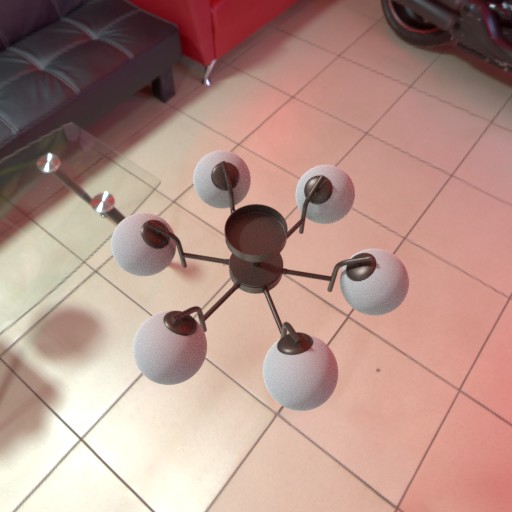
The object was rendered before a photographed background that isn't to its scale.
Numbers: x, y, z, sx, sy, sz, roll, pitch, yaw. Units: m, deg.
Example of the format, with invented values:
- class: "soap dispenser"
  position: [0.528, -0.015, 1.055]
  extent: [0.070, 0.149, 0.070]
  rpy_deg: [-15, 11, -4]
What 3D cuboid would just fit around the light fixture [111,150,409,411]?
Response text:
- class: "light fixture"
  position: [0.000, 0.000, 0.960]
  extent: [0.662, 0.201, 0.662]
  rpy_deg: [0, 58, 0]
